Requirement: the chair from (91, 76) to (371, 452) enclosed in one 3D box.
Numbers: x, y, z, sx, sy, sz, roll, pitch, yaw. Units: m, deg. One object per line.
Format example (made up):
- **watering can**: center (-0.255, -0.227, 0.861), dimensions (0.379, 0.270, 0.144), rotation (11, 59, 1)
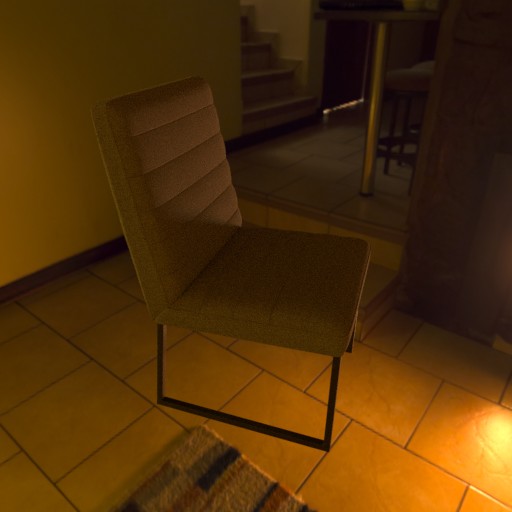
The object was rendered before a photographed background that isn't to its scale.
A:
- **chair**: center (0.000, 0.000, 1.312), dimensions (0.634, 0.930, 0.520), rotation (9, 30, 16)
